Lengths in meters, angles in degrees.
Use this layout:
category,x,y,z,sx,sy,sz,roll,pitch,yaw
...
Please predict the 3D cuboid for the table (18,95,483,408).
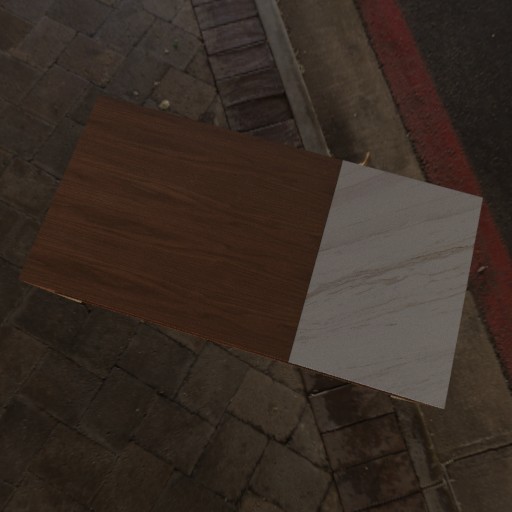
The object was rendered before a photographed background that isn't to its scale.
category,x,y,z,sx,sy,sz,roll,pitch,yaw
table,0.000,0.000,1.903,1.553,0.551,0.789,16,76,4
